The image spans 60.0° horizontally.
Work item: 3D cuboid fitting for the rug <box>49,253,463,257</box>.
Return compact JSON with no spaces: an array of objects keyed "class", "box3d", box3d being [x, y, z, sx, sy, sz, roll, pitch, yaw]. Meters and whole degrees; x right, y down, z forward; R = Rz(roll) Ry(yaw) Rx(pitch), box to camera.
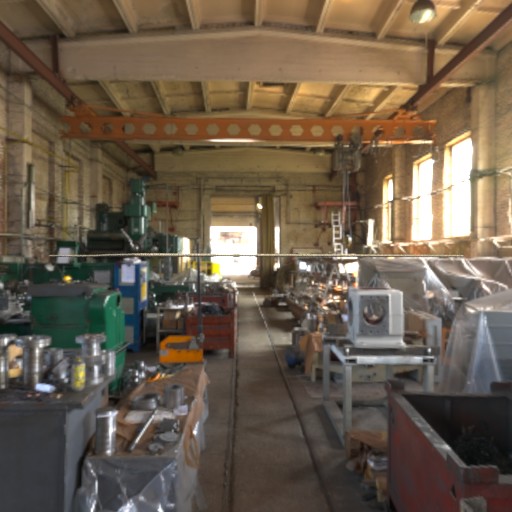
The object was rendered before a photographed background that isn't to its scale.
[{"class":"rug","box3d":[0.000,0.000,5.141,3.935,0.025,2.782,0,0,-35]}]
